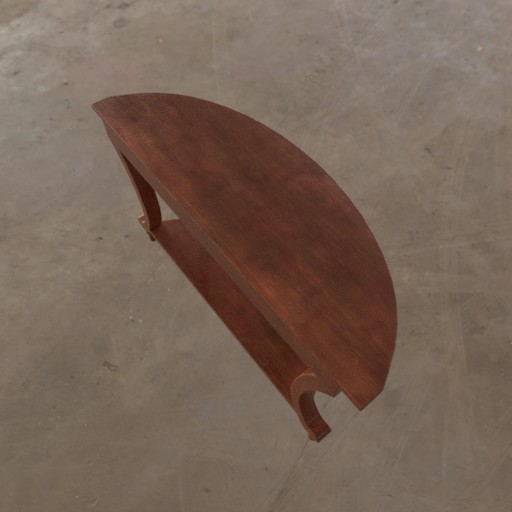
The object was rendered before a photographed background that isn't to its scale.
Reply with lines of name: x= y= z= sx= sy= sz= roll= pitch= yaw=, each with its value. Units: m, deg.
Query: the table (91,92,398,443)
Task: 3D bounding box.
table: x=0.000 y=0.000 z=1.511 sx=0.394 sy=0.699 sz=1.198 roll=-34 pitch=63 yaw=-19
